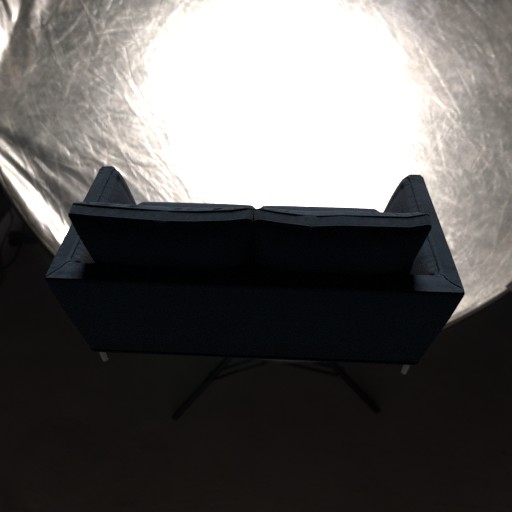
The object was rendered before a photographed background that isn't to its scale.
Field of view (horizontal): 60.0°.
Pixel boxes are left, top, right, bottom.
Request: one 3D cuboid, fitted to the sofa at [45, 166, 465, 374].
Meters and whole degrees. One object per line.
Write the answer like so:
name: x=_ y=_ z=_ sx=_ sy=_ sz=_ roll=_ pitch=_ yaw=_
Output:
sofa: x=0.000 y=0.000 z=2.309 sx=1.770 sy=1.002 sz=0.853 roll=2 pitch=45 yaw=2
